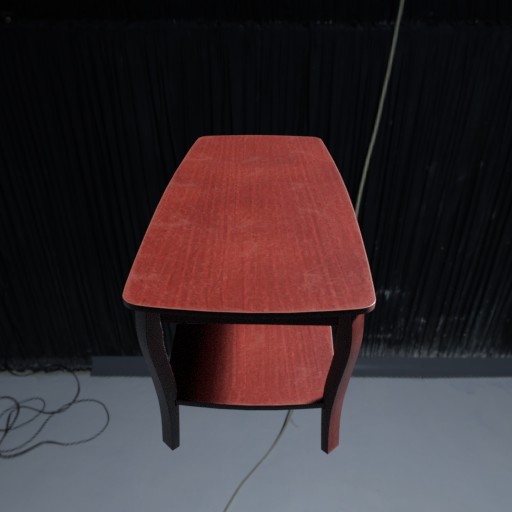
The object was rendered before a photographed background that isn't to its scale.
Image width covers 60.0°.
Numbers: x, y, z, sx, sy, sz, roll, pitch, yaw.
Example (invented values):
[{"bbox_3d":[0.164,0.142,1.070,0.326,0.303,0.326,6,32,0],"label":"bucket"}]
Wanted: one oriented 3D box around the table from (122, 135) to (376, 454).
[{"bbox_3d":[0.000,0.000,1.490,0.561,0.473,1.216,1,31,1],"label":"table"}]
